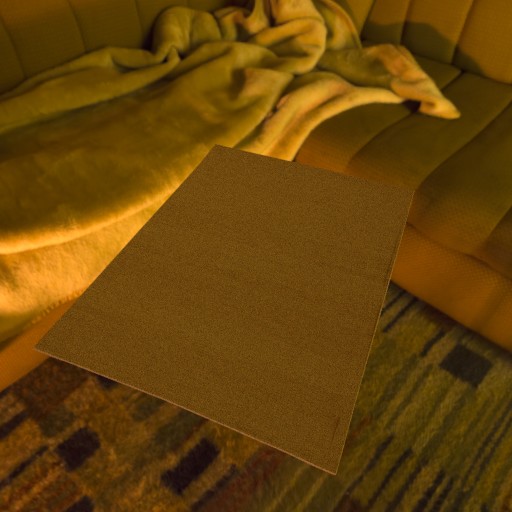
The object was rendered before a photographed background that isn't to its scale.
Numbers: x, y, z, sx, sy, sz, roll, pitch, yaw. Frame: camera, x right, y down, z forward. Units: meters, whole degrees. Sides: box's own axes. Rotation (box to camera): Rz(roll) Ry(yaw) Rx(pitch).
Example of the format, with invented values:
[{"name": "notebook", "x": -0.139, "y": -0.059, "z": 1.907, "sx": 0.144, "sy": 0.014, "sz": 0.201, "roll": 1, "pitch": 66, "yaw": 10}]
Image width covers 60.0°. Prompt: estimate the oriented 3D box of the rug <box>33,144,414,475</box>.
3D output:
[{"name": "rug", "x": 0.000, "y": 0.000, "z": 4.149, "sx": 2.434, "sy": 0.045, "sz": 3.202, "roll": 17, "pitch": 48, "yaw": 16}]
